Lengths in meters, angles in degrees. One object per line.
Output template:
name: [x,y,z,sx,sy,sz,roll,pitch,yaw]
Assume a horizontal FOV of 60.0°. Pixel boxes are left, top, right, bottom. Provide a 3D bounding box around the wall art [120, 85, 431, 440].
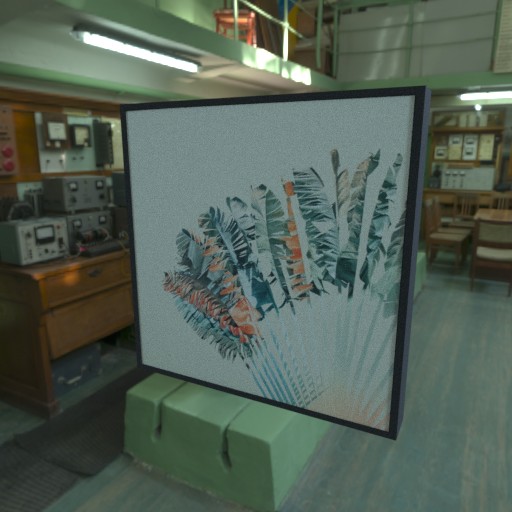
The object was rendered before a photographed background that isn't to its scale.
wall art: [0.000,0.000,0.446,0.302,0.300,0.036,7,15,26]
